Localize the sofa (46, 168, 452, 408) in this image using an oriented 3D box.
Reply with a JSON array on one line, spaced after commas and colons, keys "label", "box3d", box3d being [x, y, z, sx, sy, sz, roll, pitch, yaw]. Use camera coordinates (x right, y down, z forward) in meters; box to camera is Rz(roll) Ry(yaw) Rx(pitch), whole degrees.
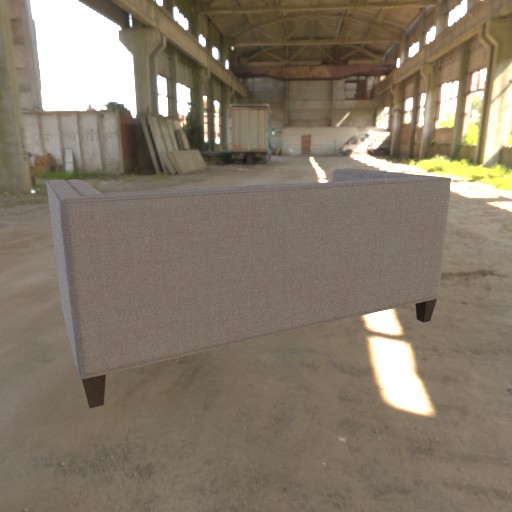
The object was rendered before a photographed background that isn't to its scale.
[{"label": "sofa", "box3d": [0.000, 0.000, 2.199, 1.778, 0.762, 0.775, -8, 17, -26]}]
